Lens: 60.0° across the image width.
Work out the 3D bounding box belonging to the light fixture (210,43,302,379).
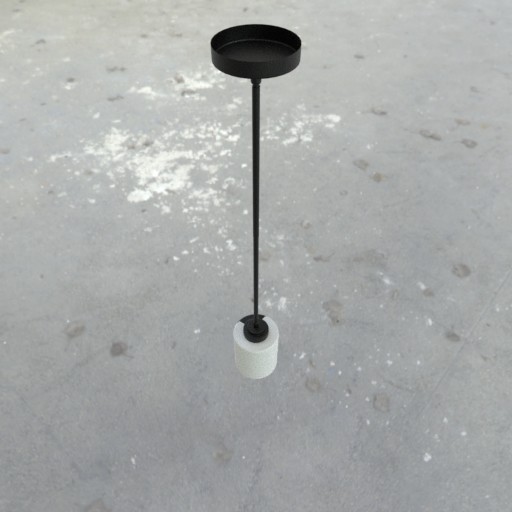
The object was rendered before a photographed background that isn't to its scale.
[{"bbox_3d":[0.000,0.000,0.919,0.123,0.863,0.123,34,56,27],"label":"light fixture"}]
